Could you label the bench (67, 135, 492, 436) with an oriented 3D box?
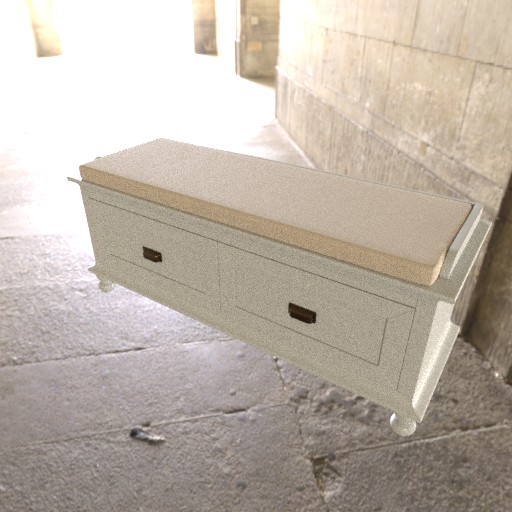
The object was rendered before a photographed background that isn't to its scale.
[{"bbox_3d":[0.000,0.000,1.372,1.185,0.486,0.402,19,36,28],"label":"bench"}]
